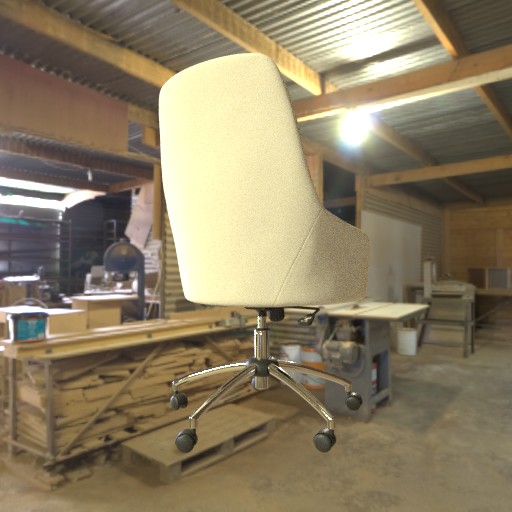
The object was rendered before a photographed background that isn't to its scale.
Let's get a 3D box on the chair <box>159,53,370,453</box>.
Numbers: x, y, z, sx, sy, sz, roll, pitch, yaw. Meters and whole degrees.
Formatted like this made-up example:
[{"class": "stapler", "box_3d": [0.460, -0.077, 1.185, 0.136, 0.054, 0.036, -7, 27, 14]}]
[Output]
[{"class": "chair", "box_3d": [0.000, 0.000, 1.420, 0.620, 1.049, 0.640, -1, -1, 37]}]
